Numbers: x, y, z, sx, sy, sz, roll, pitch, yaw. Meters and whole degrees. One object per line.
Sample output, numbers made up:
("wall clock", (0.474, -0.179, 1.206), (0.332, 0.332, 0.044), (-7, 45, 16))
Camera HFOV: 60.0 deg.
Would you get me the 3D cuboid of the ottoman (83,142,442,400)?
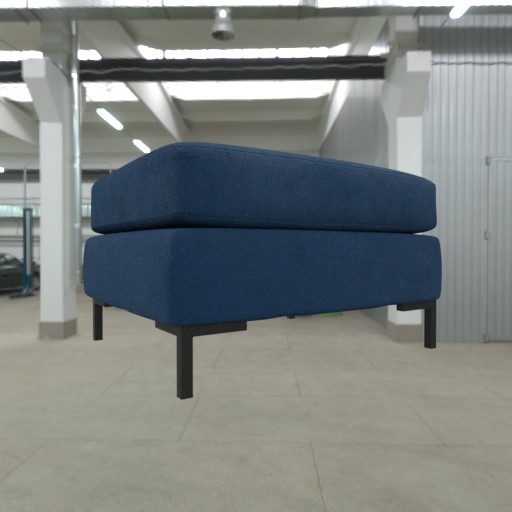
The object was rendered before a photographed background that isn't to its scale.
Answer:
("ottoman", (0.000, 0.000, 1.221), (0.794, 0.485, 0.655), (-1, 1, -34))
